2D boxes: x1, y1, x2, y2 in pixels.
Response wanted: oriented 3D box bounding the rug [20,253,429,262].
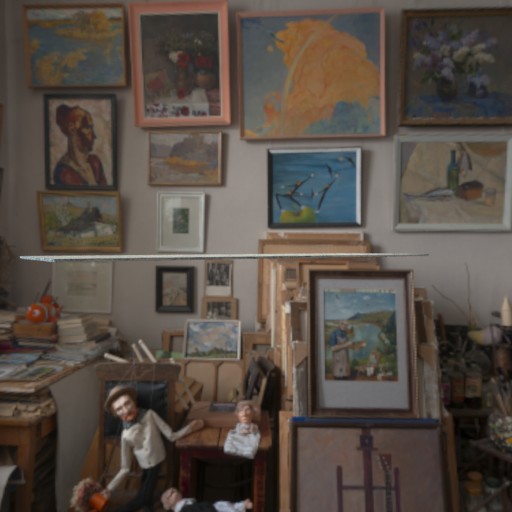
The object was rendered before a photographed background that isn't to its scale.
[{"bbox_3d":[0.000,0.000,2.678,2.434,0.013,0.770,-1,1,-36],"label":"rug"}]
